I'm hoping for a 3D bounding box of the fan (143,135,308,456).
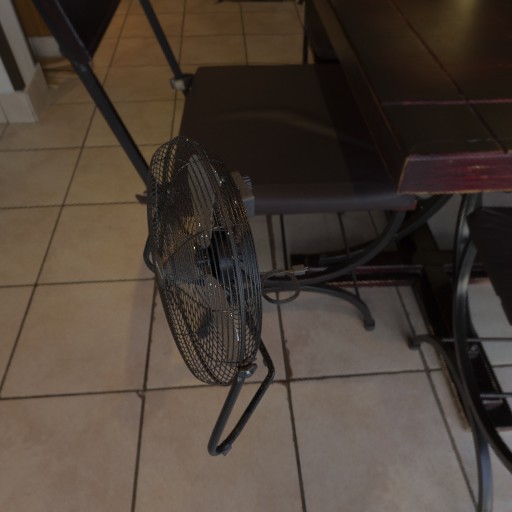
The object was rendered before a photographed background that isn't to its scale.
[{"bbox_3d":[0.000,0.000,0.929,0.424,0.546,0.555,-17,49,-15],"label":"fan"}]
